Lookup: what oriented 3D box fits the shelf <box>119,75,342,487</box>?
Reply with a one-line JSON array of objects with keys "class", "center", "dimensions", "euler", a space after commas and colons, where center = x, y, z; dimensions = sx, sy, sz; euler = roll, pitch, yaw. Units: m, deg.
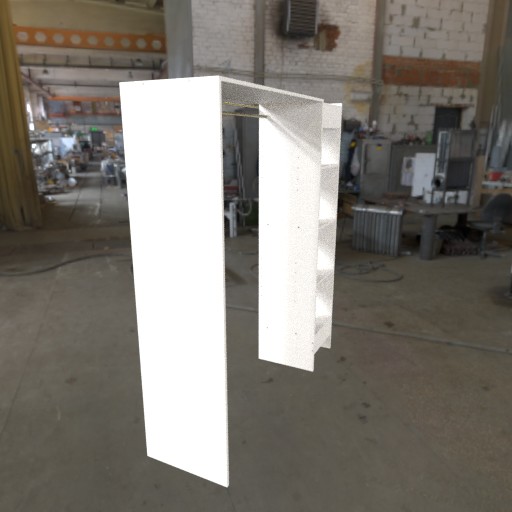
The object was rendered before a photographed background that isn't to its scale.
[{"class": "shelf", "center": [0.000, 0.000, 2.647], "dimensions": [0.500, 1.810, 1.600], "euler": [7, 17, 26]}]
